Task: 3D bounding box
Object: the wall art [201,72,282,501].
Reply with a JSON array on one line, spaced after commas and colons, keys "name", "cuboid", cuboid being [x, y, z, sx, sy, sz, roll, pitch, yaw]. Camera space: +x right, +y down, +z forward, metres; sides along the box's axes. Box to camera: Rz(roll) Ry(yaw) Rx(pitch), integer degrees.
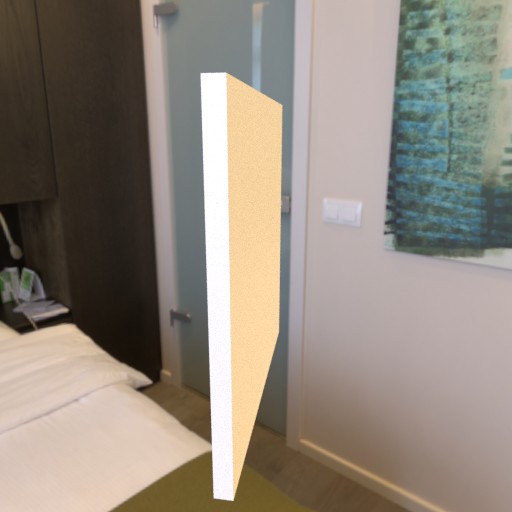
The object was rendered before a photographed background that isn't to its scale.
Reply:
[{"name": "wall art", "cuboid": [0.000, 0.000, 0.815, 0.028, 0.559, 0.559, 3, 16, 9]}]
